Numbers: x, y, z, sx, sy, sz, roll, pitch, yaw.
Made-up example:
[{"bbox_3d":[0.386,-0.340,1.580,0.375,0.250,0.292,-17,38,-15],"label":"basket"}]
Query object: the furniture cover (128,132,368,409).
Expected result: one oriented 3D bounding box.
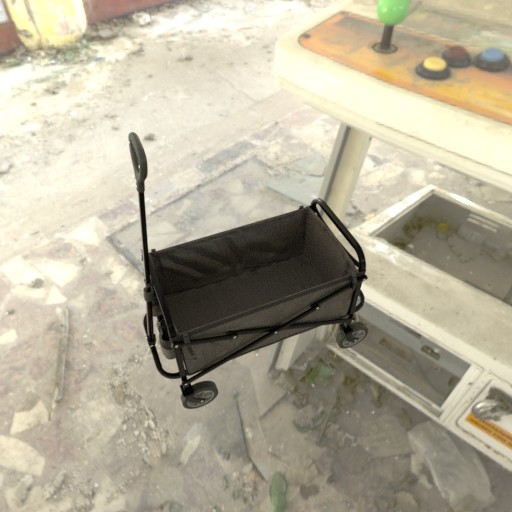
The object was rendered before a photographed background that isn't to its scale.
[{"bbox_3d":[0.000,0.000,1.839,1.038,1.295,0.532,-17,50,-15],"label":"furniture cover"}]
